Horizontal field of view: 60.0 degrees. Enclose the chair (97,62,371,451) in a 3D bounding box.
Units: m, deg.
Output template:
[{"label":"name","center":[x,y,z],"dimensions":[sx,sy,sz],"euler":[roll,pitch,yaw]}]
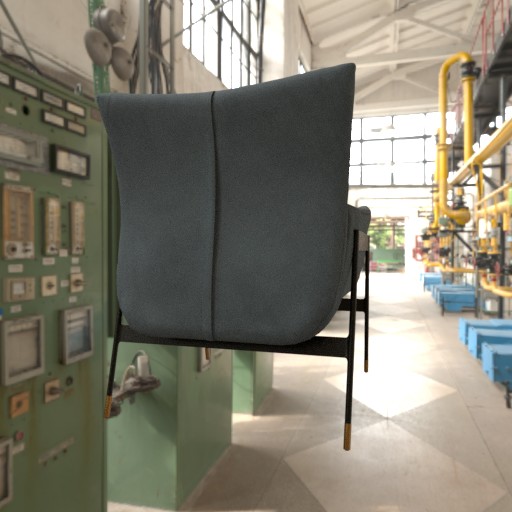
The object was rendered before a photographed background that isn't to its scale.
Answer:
[{"label":"chair","center":[0.000,0.000,1.384],"dimensions":[0.678,0.858,0.709],"euler":[0,1,18]}]
